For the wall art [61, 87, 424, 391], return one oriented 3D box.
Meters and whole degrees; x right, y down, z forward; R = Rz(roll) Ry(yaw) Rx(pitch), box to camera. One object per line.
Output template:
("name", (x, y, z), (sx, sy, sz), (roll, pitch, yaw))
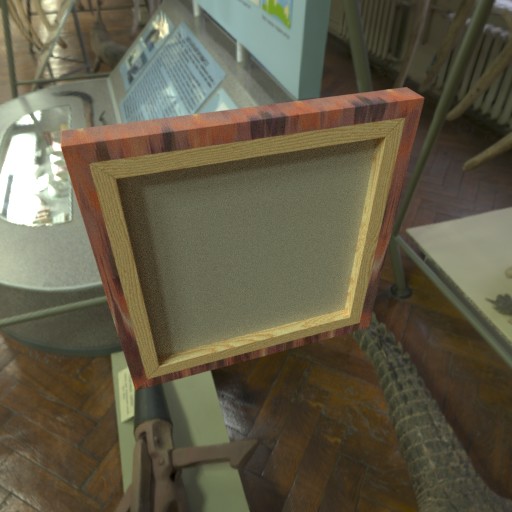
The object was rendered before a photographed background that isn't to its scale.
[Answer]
("wall art", (0.000, 0.000, 0.613), (0.403, 0.406, 0.038), (-12, 41, -14))
